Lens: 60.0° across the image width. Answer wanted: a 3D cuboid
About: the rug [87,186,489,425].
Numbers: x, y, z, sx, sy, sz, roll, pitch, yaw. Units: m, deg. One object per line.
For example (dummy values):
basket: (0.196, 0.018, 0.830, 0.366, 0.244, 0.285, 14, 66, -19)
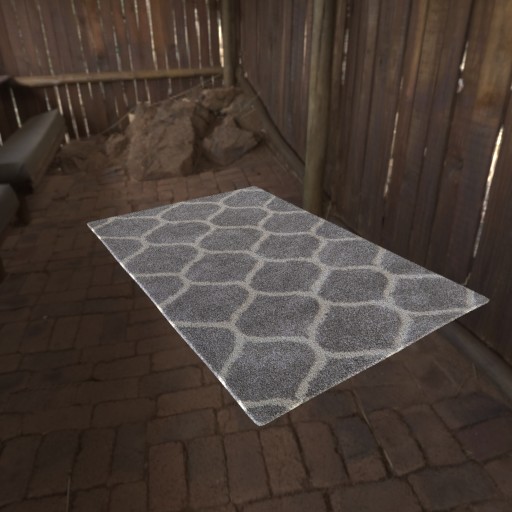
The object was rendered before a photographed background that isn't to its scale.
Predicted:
rug: (0.000, 0.000, 3.382, 1.801, 0.026, 2.701, -17, 32, -30)
